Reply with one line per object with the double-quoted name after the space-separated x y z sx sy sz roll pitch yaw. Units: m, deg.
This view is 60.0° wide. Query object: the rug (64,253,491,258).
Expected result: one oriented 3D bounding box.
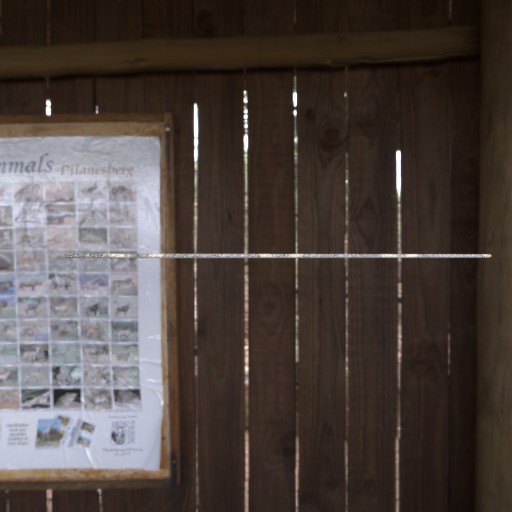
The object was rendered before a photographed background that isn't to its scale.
0.000 0.000 4.021 3.000 0.026 2.399 0 0 -18 "rug"
